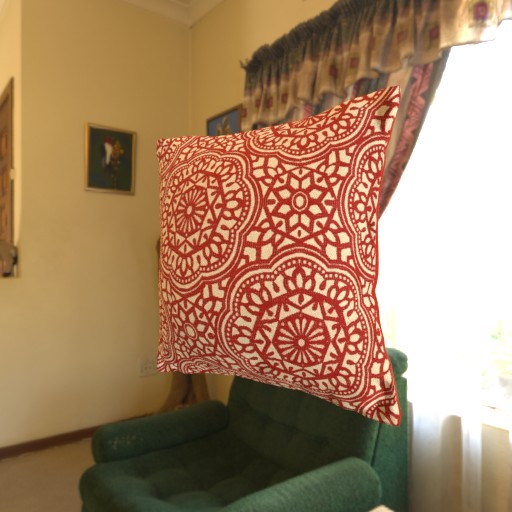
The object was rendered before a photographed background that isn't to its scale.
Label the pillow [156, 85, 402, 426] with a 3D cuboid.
[{"bbox_3d":[0.000,0.000,0.671,0.438,0.419,0.162,0,0,36],"label":"pillow"}]
